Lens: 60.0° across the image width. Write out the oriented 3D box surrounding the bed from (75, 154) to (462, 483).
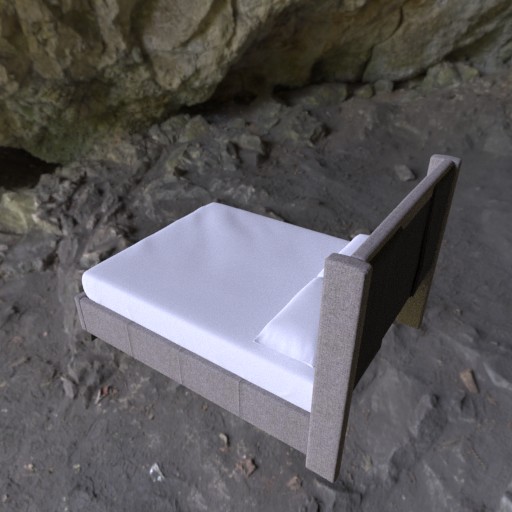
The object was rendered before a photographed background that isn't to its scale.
[{"bbox_3d":[0.000,0.000,3.319,2.245,1.476,1.714,19,36,29],"label":"bed"}]
